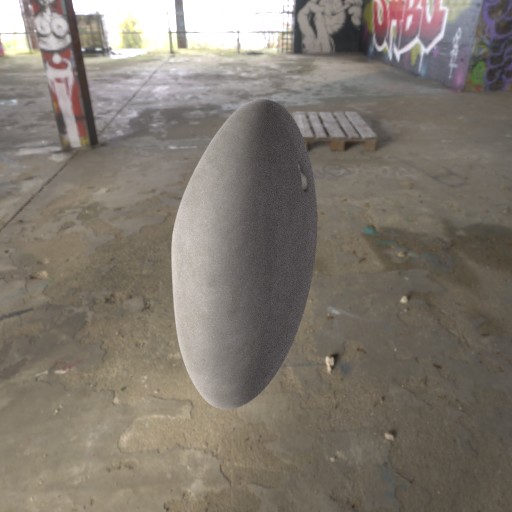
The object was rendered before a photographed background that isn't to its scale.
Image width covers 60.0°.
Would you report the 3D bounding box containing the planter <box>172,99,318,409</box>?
[{"bbox_3d":[0.000,0.000,0.282,0.071,0.188,0.185,8,31,14],"label":"planter"}]
